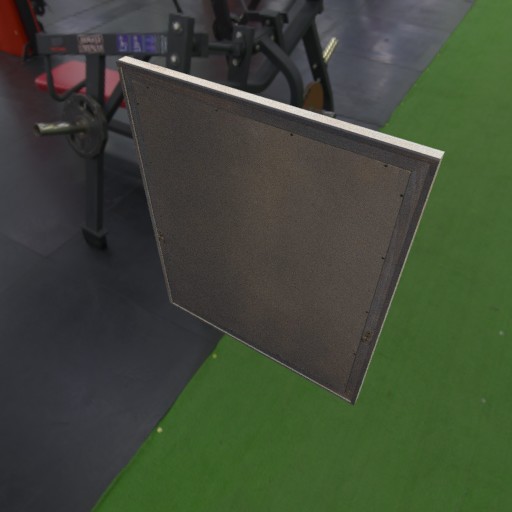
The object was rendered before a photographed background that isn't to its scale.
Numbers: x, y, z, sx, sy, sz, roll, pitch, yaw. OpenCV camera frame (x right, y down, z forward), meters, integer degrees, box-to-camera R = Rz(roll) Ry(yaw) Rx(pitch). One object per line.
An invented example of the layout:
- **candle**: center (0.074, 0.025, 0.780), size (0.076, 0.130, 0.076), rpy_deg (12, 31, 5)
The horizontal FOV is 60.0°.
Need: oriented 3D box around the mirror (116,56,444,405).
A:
- **mirror**: center (0.000, 0.000, 1.186), size (0.730, 0.882, 0.032), rpy_deg (25, 51, 22)
